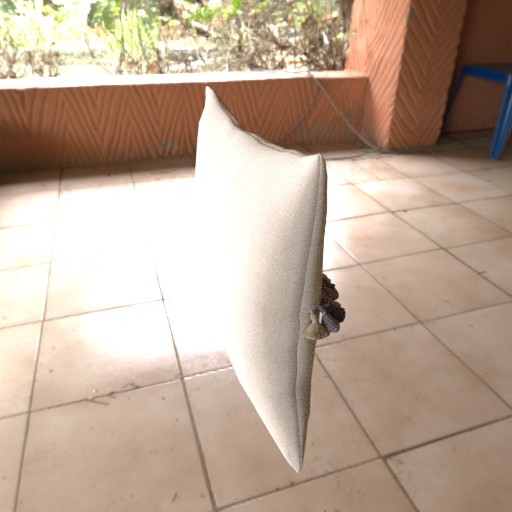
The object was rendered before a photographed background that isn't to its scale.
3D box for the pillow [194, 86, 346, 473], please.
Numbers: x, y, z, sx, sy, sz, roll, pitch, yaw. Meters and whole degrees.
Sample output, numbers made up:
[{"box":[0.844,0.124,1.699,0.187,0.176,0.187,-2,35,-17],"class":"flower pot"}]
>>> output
[{"box":[0.000,0.000,0.747,0.165,0.481,0.489,-10,31,-17],"class":"pillow"}]
